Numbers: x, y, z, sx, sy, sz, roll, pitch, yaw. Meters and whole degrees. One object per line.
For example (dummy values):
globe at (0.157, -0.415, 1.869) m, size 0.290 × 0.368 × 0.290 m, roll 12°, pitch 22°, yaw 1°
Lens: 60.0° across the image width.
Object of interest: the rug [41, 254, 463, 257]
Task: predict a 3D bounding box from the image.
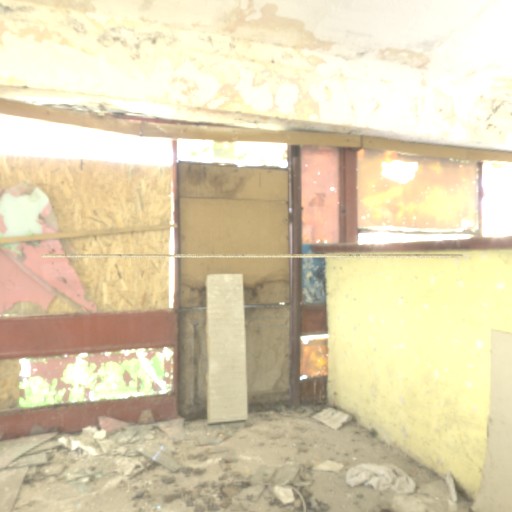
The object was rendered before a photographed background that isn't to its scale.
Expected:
rug at (0.000, 0.000, 4.053) m, size 2.420 × 0.019 × 3.038 m, roll 0°, pitch 0°, yaw 1°
